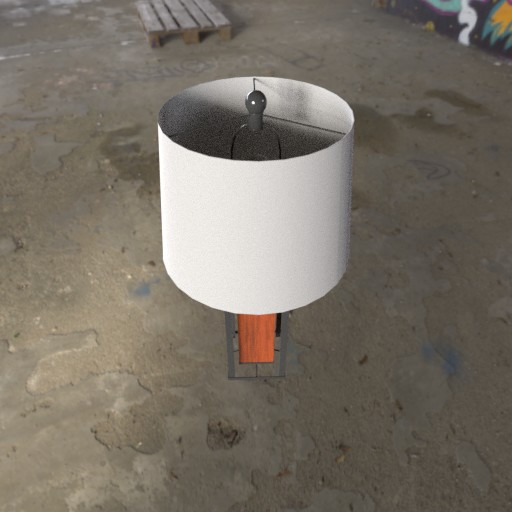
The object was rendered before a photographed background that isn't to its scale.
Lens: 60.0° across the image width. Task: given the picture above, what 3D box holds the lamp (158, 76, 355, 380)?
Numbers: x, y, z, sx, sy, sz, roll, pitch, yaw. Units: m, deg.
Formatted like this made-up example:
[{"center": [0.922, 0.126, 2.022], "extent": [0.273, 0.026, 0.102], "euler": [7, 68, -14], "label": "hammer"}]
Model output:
[{"center": [0.000, 0.000, 0.788], "extent": [0.320, 0.591, 0.320], "euler": [0, 42, 0], "label": "lamp"}]
